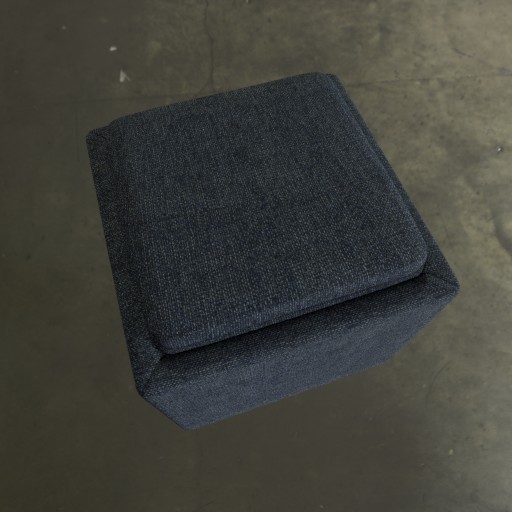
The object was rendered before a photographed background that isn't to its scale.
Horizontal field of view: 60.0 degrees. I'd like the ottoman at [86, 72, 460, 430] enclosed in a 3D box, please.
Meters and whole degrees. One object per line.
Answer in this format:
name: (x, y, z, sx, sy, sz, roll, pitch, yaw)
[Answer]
ottoman: (0.000, 0.000, 0.811, 0.450, 0.460, 0.450, -16, 64, -8)
